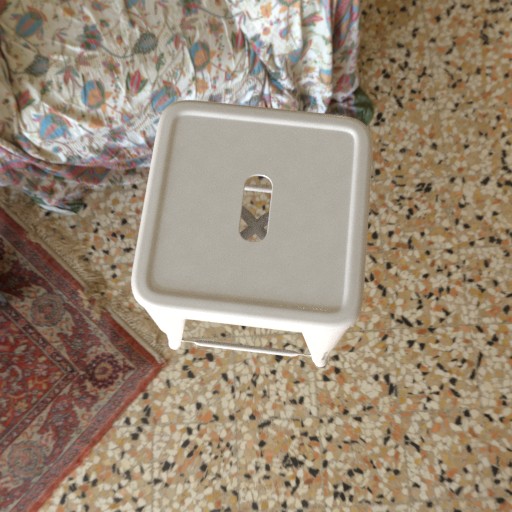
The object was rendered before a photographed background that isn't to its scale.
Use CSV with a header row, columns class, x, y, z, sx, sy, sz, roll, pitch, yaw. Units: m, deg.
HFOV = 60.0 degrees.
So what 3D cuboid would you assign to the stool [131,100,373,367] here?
class,x,y,z,sx,sy,sz,roll,pitch,yaw
stool,0.000,0.000,0.872,0.406,0.610,0.406,6,78,1
